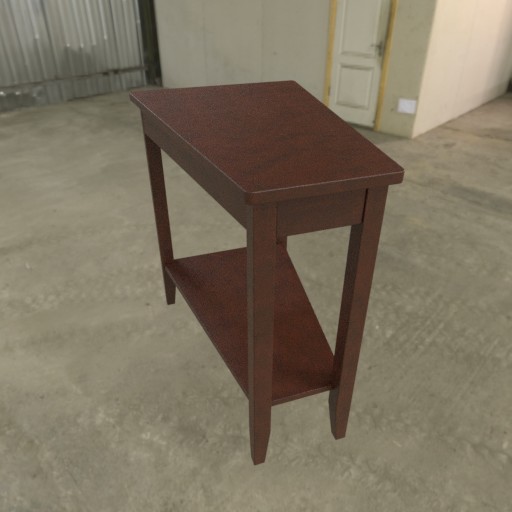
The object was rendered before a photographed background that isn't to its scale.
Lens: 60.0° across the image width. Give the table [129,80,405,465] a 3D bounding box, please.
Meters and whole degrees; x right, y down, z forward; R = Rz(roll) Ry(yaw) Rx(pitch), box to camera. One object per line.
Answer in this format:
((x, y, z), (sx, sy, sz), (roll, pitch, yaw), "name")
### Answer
((0.000, 0.000, 0.963), (0.399, 0.589, 0.605), (-10, 34, -16), "table")
